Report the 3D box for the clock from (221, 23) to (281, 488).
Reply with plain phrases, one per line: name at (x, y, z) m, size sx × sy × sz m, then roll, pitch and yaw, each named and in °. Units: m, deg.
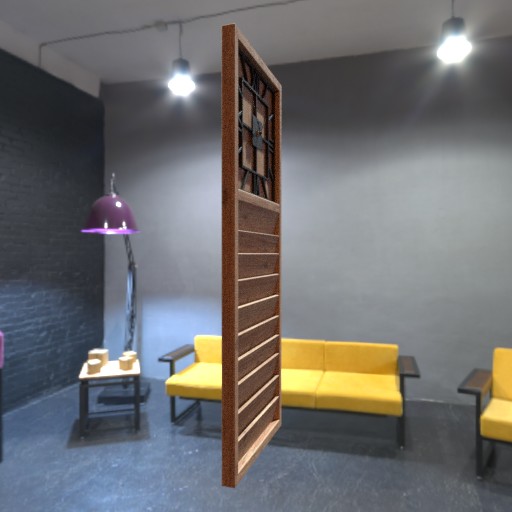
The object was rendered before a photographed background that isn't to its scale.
clock at (0.000, 0.000, 1.094) m, size 0.030 × 0.965 × 0.361 m, roll 0°, pitch 0°, yaw 19°
